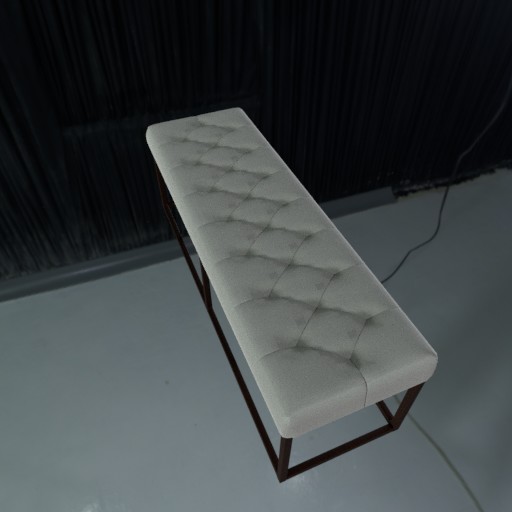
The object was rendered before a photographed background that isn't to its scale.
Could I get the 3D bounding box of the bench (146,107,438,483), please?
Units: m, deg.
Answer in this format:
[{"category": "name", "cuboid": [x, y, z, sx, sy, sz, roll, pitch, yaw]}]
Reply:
[{"category": "bench", "cuboid": [0.000, 0.000, 1.749, 0.479, 0.488, 1.488, -17, 49, -15]}]
